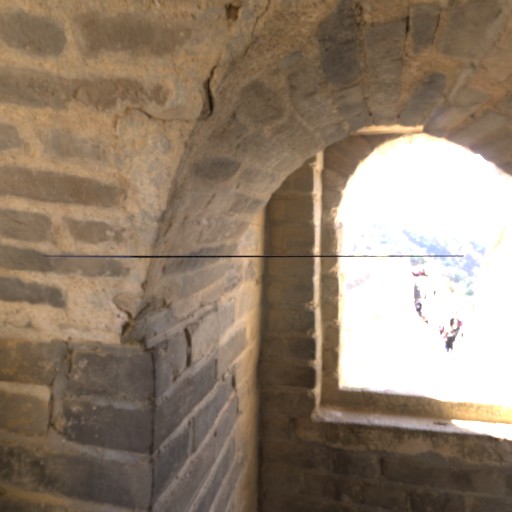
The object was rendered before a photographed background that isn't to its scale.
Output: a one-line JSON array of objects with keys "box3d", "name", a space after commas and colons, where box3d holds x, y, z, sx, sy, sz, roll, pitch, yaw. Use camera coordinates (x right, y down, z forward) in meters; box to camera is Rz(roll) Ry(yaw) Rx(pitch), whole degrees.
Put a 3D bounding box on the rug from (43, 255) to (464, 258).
[{"box3d": [0.000, 0.000, 3.748, 2.940, 0.011, 2.053, 0, 0, -36], "name": "rug"}]
